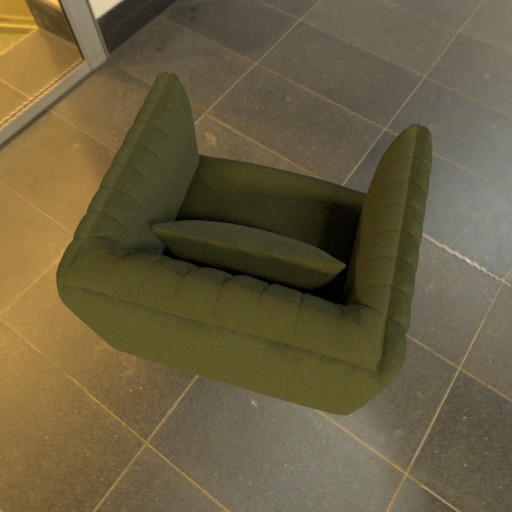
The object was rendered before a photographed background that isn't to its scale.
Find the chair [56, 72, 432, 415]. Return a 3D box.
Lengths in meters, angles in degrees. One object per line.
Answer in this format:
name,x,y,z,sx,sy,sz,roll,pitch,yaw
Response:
chair,0.000,0.000,1.642,1.032,0.794,0.877,14,65,7
